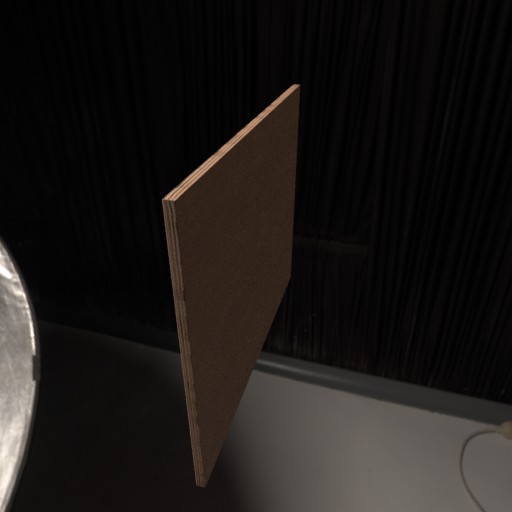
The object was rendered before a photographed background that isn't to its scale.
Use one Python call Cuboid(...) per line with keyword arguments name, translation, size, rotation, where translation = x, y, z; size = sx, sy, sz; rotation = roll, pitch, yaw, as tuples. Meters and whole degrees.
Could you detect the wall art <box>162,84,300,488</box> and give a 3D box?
Cuboid(name="wall art", translation=(0.000, 0.000, 0.679), size=(0.012, 0.408, 0.508), rotation=(9, 33, 14))
